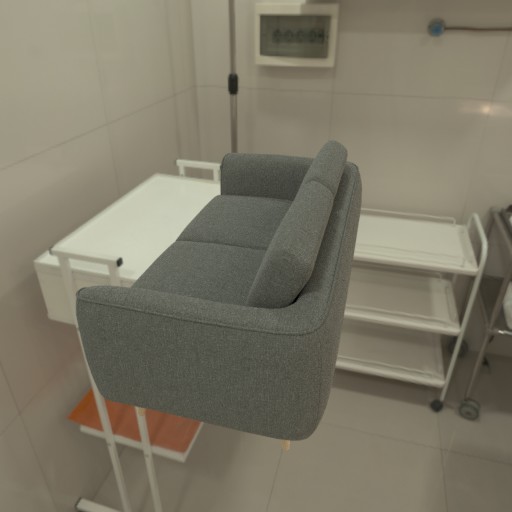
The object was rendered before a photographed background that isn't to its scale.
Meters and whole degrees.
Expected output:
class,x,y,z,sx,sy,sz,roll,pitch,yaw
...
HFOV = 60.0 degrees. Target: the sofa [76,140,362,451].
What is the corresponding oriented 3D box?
class,x,y,z,sx,sy,sz,roll,pitch,yaw
sofa,0.000,0.000,2.165,0.920,0.870,1.700,8,31,13
